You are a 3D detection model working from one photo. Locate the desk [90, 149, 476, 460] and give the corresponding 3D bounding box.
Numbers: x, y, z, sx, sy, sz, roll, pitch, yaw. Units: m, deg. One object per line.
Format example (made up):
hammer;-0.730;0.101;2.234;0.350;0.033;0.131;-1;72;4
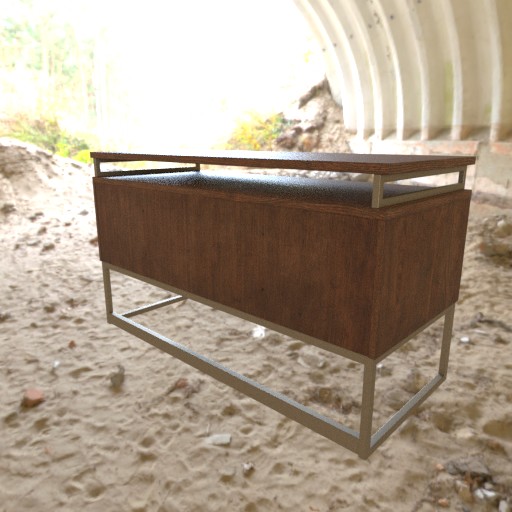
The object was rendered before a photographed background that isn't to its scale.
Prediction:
desk;0.000;0.000;1.761;1.384;0.792;0.610;13;20;41
